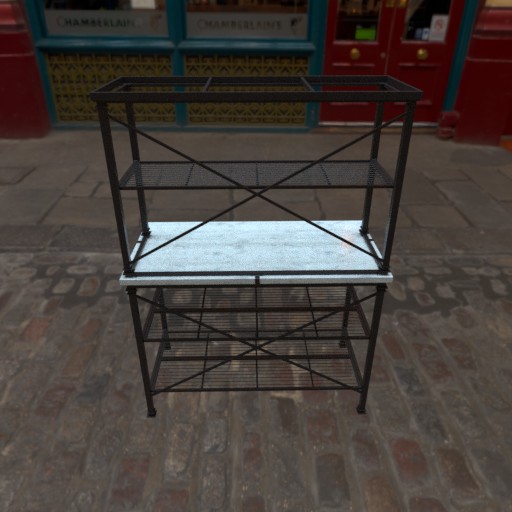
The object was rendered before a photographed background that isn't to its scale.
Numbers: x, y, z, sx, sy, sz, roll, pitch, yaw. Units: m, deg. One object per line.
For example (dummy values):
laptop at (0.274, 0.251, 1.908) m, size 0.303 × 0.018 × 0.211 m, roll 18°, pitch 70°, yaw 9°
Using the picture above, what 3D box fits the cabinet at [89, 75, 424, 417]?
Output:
cabinet at (0.000, 0.000, 2.235) m, size 1.210 × 1.659 × 0.610 m, roll -1°, pitch 29°, yaw -1°
